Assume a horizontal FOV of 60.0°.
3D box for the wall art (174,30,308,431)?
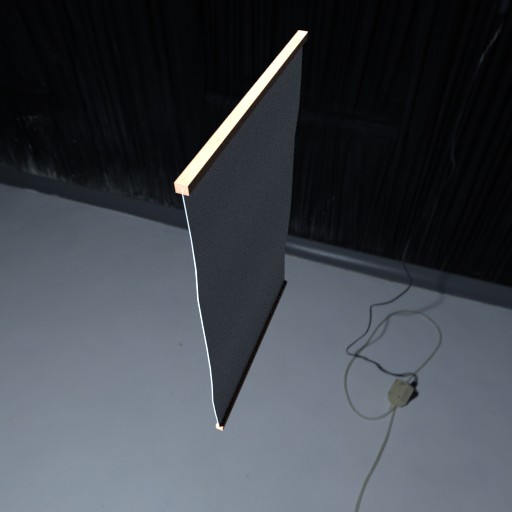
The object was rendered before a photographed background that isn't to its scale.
[{"bbox_3d":[0.000,0.000,0.647,0.012,0.508,0.332,16,50,14],"label":"wall art"}]
